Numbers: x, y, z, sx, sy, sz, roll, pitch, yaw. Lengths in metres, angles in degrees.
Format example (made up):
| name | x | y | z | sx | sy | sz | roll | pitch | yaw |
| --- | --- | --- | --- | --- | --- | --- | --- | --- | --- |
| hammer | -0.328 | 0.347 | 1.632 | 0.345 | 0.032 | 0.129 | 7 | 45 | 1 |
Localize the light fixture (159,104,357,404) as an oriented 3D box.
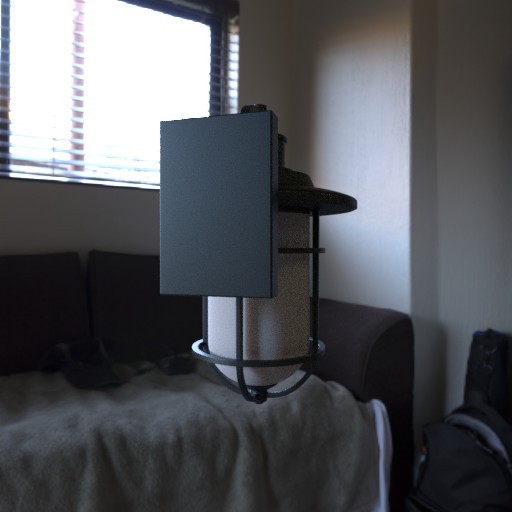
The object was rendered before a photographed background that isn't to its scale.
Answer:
| name | x | y | z | sx | sy | sz | roll | pitch | yaw |
| --- | --- | --- | --- | --- | --- | --- | --- | --- | --- |
| light fixture | 0.000 | 0.000 | 0.503 | 0.222 | 0.345 | 0.252 | 0 | 1 | 17 |
